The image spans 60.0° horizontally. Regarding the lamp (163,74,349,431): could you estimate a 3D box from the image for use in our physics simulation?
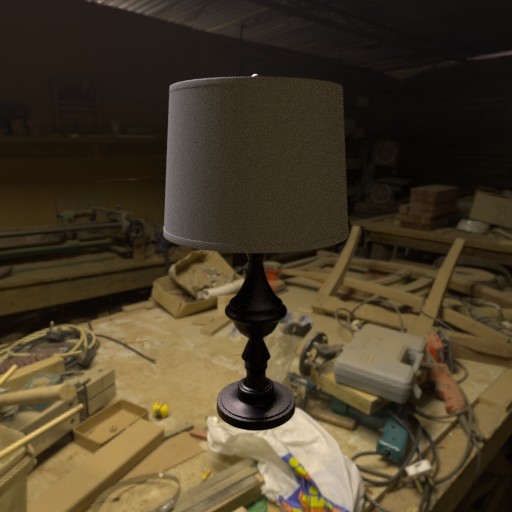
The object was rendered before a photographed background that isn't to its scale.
[{"bbox_3d":[0.000,0.000,0.948,0.383,0.726,0.383,0,14,0],"label":"lamp"}]
